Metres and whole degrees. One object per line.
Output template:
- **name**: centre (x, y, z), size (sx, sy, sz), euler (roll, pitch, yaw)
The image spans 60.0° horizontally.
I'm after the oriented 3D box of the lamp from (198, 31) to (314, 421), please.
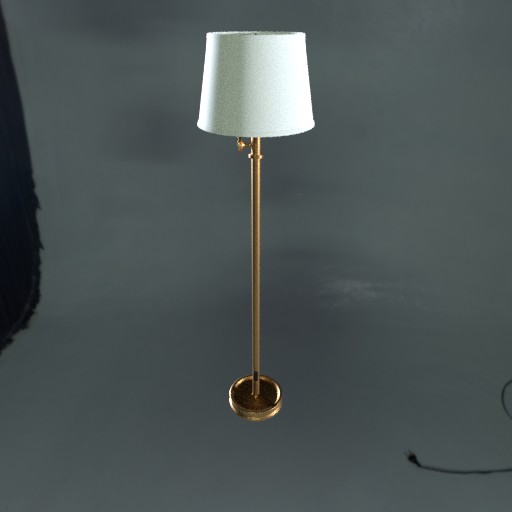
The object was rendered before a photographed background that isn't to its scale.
- **lamp**: centre (0.000, 0.000, 0.790), size (0.178, 0.710, 0.178), euler (0, 28, 0)
